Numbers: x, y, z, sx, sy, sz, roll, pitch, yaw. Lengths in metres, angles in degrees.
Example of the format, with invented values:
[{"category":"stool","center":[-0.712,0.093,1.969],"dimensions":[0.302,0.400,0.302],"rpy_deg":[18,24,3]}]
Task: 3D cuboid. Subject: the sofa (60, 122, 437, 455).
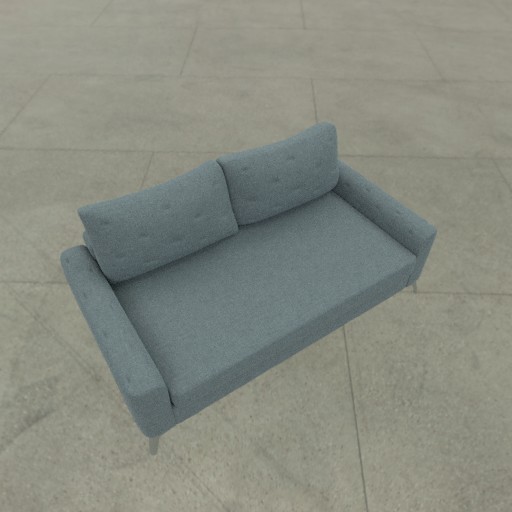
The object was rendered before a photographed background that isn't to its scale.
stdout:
[{"category":"sofa","center":[0.000,0.000,2.183],"dimensions":[1.650,0.790,0.920],"rpy_deg":[-25,51,-23]}]
